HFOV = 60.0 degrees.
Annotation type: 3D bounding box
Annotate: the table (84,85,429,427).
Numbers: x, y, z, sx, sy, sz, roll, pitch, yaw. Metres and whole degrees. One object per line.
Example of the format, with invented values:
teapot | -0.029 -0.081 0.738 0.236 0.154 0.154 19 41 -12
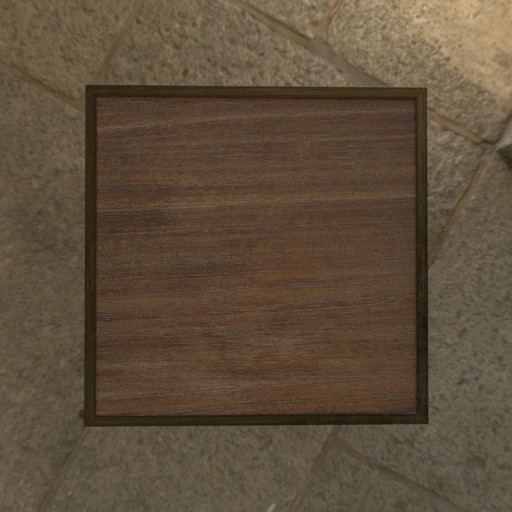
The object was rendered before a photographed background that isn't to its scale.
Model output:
table | 0.000 0.000 1.397 0.909 0.451 0.899 0 89 -1
